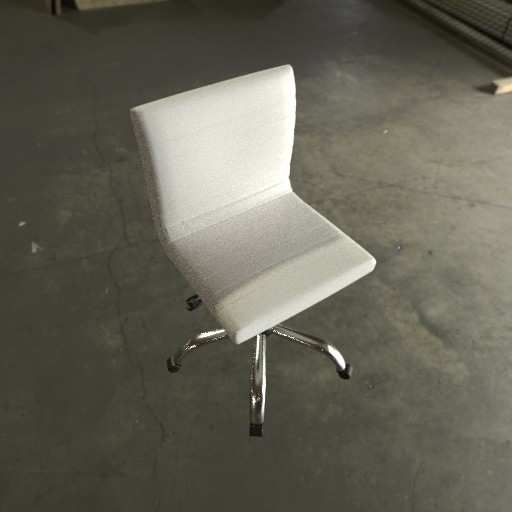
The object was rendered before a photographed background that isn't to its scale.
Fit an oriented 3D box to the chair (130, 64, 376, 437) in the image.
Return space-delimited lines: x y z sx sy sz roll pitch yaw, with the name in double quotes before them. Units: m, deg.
"chair" 0.000 0.000 1.122 0.556 0.780 0.530 -25 51 -22
